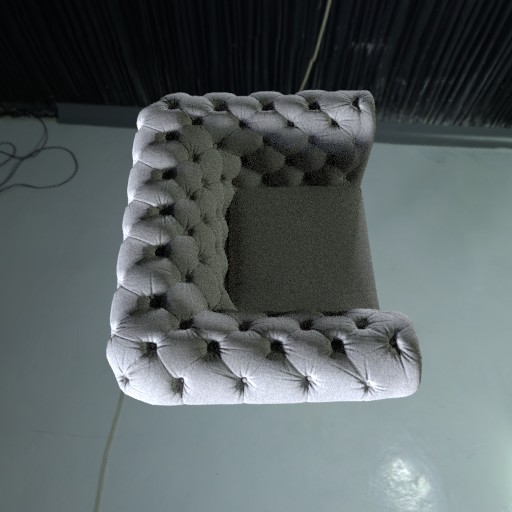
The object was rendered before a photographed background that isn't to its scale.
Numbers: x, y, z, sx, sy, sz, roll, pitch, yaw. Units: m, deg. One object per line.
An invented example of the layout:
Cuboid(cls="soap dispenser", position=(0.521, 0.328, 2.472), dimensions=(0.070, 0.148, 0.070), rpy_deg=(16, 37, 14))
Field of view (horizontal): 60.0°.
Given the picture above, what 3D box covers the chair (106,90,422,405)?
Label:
Cuboid(cls="chair", position=(0.000, 0.000, 1.877), dimensions=(0.976, 0.770, 1.270), rpy_deg=(-1, 63, 0))
